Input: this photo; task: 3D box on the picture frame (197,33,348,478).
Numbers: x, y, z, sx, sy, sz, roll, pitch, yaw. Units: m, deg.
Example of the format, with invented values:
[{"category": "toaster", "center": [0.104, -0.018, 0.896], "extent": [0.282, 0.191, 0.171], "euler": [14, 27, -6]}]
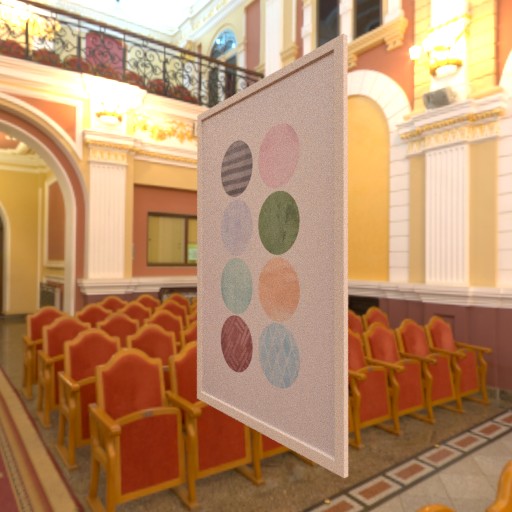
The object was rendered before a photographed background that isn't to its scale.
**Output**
[{"category": "picture frame", "center": [0.000, 0.000, 1.209], "extent": [0.013, 0.940, 0.659], "euler": [0, -1, -35]}]
